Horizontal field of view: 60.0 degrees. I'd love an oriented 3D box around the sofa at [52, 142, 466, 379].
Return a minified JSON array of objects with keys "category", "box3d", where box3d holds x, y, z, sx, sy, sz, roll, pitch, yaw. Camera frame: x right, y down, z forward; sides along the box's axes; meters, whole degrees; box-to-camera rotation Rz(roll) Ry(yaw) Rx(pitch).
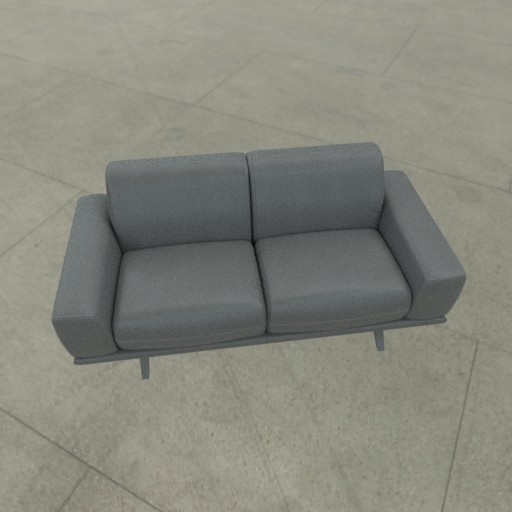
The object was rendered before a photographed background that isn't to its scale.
[{"category":"sofa","box3d":[0.000,0.000,2.368,1.901,0.772,0.900,-6,46,-5]}]
